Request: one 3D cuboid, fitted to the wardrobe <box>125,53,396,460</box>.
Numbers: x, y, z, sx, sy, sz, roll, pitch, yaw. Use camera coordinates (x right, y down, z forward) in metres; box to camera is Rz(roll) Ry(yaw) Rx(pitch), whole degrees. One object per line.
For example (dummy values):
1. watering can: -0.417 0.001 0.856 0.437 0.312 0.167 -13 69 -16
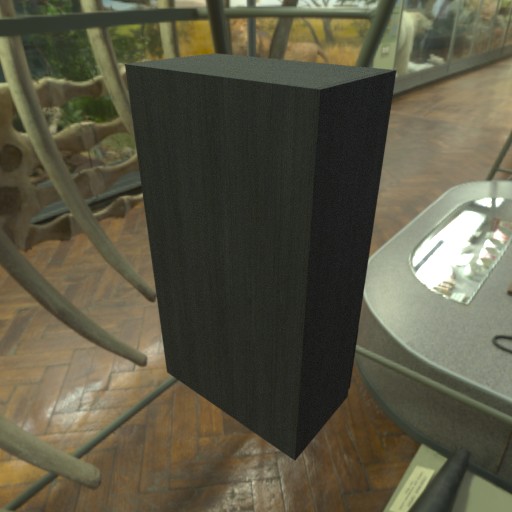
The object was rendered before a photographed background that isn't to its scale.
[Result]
1. wardrobe: 0.000 0.000 2.284 0.991 1.808 0.577 22 37 33
